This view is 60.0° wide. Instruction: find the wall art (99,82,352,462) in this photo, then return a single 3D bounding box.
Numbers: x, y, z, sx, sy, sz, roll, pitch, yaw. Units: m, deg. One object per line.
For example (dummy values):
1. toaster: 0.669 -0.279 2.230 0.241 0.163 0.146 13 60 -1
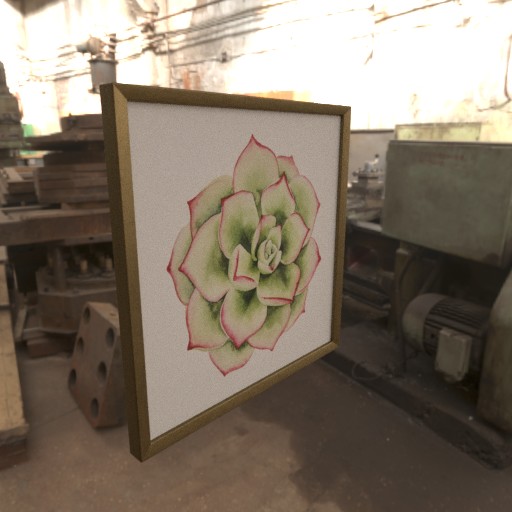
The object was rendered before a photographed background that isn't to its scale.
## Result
1. wall art: 0.000 0.000 0.750 0.031 0.506 0.503 14 20 42
